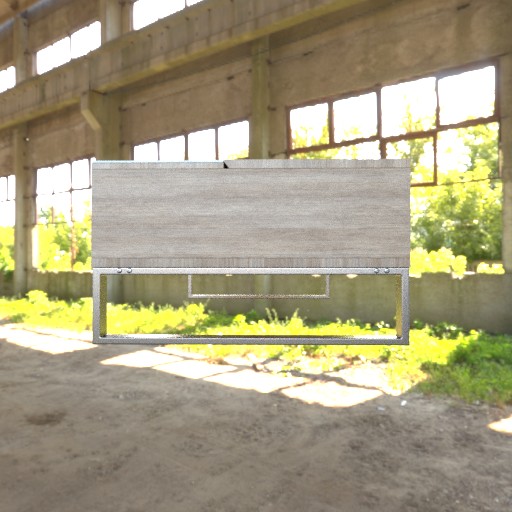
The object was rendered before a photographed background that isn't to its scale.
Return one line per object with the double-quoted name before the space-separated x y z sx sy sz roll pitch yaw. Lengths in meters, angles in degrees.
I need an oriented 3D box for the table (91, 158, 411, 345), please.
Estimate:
"table" 0.000 0.000 1.381 0.600 0.350 1.100 0 -1 1
